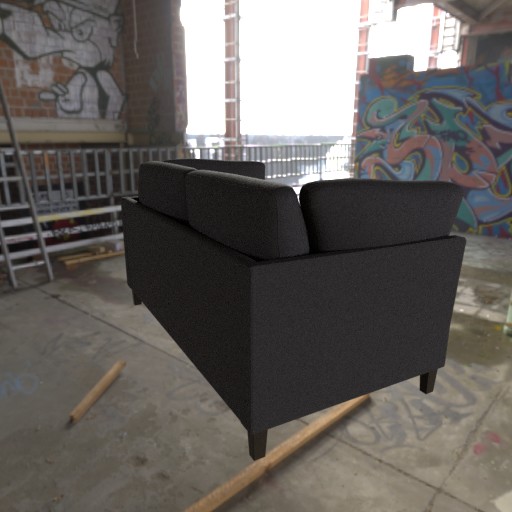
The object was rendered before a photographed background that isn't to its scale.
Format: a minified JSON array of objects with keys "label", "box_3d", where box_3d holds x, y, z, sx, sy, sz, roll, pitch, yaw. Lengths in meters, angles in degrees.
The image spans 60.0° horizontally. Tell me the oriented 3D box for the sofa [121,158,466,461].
[{"label":"sofa","box_3d":[0.000,0.000,2.281,0.969,0.920,1.751,-8,17,-28]}]
